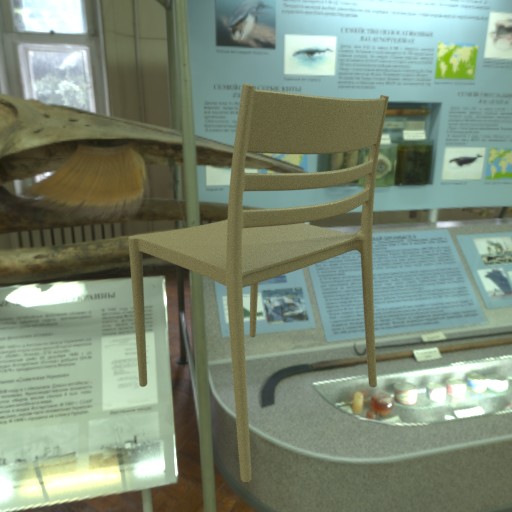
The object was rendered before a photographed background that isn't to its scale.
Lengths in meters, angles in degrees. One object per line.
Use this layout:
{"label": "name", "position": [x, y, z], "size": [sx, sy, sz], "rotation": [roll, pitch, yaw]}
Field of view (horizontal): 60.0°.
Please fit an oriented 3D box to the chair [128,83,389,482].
{"label": "chair", "position": [0.000, 0.000, 1.167], "size": [0.531, 0.800, 0.511], "rotation": [-16, 23, -42]}
